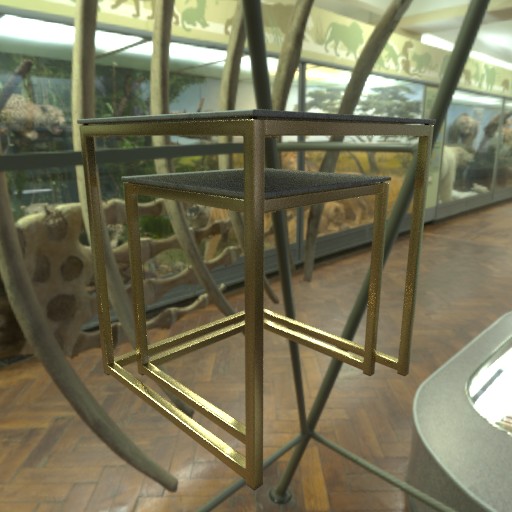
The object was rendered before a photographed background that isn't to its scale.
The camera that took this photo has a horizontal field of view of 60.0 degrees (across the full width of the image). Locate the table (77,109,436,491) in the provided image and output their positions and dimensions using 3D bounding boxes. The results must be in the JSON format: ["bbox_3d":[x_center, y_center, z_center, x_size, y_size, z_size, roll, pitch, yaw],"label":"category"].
[{"bbox_3d":[0.000,0.000,0.849,0.450,0.500,0.450,-14,21,-43],"label":"table"}]
